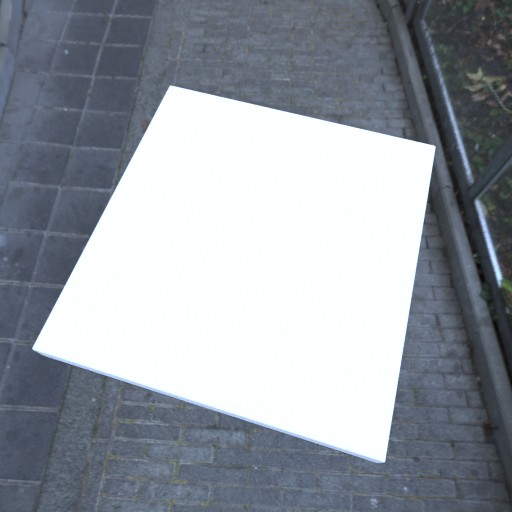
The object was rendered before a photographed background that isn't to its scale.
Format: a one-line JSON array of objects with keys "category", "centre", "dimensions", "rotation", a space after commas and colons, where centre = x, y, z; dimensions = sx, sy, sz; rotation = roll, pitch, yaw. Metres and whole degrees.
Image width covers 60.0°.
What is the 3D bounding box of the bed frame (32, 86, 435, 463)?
[{"category": "bed frame", "centre": [0.000, 0.000, 2.953], "dimensions": [1.930, 0.559, 2.032], "rotation": [15, 65, 7]}]
